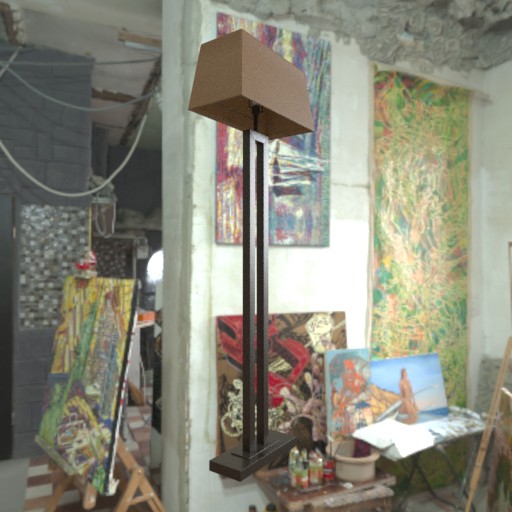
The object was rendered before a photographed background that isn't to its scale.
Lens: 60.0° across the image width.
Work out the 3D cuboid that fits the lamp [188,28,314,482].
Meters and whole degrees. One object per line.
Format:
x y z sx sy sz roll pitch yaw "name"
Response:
0.000 0.000 1.631 0.233 1.469 0.475 -1 -1 36 "lamp"
